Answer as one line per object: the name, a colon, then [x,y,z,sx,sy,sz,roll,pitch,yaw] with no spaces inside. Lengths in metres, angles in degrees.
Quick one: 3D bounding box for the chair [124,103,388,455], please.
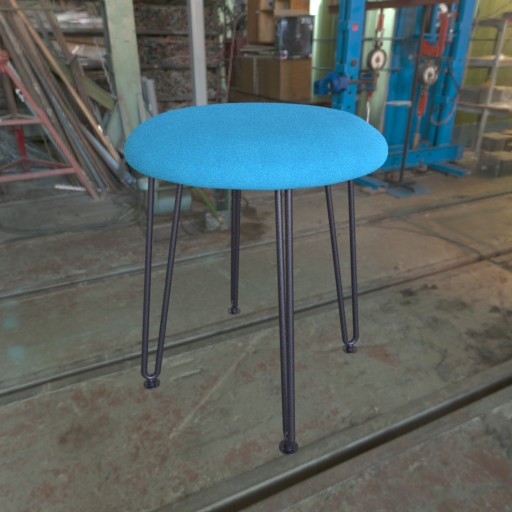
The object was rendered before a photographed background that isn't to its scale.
chair: [0.000,0.000,0.684,0.350,0.430,0.350,8,27,16]
